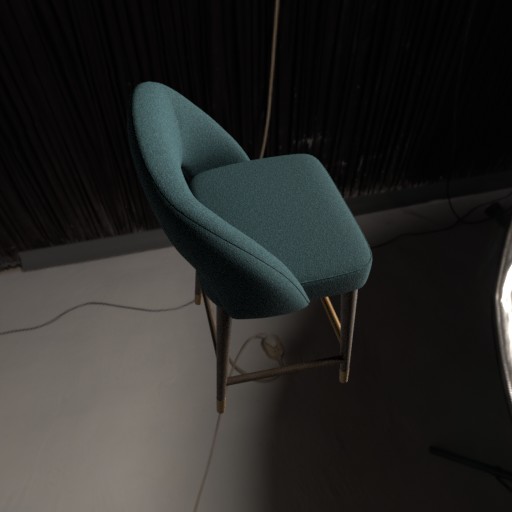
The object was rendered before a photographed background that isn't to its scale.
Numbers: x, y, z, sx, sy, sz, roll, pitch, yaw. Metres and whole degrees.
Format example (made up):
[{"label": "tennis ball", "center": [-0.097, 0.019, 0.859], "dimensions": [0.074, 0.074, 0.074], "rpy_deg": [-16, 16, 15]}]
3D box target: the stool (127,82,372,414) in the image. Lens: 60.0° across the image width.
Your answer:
[{"label": "stool", "center": [0.000, 0.000, 1.245], "dimensions": [0.522, 0.939, 0.536], "rpy_deg": [-11, 50, -9]}]
